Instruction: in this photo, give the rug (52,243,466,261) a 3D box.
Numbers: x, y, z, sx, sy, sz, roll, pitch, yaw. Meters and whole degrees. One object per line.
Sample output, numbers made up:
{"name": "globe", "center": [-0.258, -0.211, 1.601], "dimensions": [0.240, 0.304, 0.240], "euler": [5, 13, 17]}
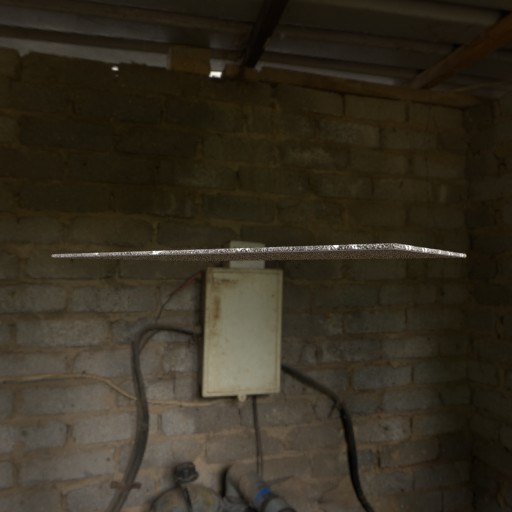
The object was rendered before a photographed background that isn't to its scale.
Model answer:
{"name": "rug", "center": [0.000, 0.000, 3.476], "dimensions": [2.743, 0.030, 1.778], "euler": [-1, -2, 35]}
